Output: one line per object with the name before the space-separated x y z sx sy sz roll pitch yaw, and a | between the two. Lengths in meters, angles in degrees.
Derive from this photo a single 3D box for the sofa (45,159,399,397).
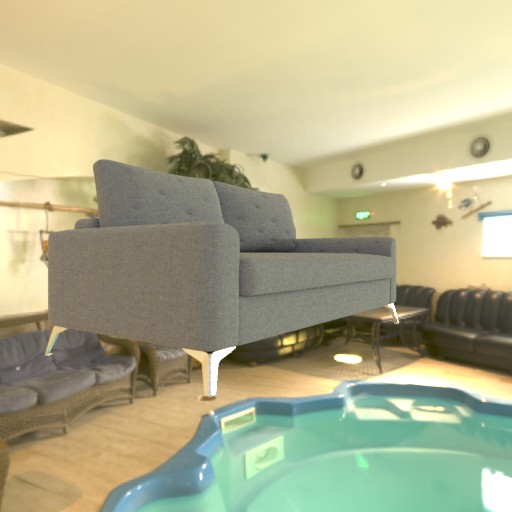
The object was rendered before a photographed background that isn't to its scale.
sofa | 0.000 0.000 2.161 0.920 0.790 1.650 0 0 36
